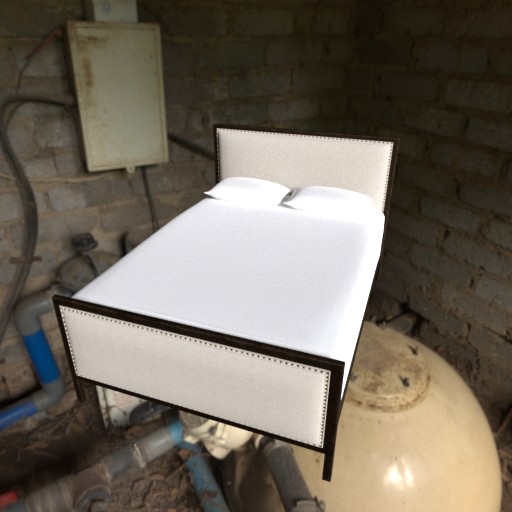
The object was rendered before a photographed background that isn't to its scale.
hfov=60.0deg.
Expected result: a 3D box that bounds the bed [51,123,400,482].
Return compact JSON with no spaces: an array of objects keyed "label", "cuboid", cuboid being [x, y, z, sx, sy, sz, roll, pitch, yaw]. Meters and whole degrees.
[{"label":"bed","cuboid":[0.000,0.000,3.130,1.607,1.313,2.221,10,29,18]}]
